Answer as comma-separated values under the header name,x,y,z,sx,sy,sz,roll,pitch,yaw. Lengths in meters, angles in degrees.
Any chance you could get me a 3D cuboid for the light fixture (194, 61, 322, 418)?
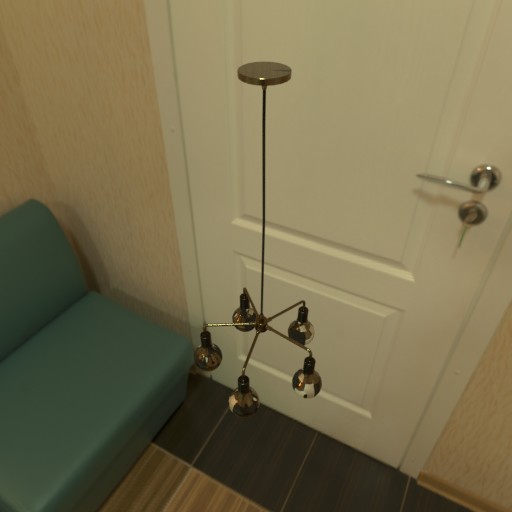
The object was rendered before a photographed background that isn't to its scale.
name,x,y,z,sx,sy,sz,roll,pitch,yaw
light fixture,0.000,0.000,1.218,0.421,0.988,0.438,0,40,0
